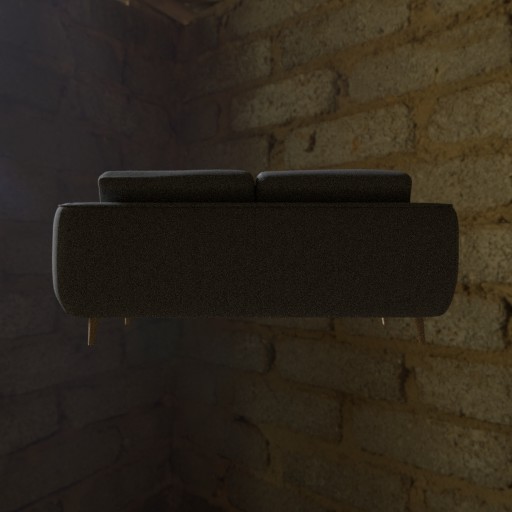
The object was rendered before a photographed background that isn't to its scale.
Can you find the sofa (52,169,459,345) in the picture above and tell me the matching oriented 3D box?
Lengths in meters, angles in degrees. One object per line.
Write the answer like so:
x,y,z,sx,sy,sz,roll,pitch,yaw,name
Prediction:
0.000,0.000,2.490,2.000,0.870,0.920,0,0,0,sofa
